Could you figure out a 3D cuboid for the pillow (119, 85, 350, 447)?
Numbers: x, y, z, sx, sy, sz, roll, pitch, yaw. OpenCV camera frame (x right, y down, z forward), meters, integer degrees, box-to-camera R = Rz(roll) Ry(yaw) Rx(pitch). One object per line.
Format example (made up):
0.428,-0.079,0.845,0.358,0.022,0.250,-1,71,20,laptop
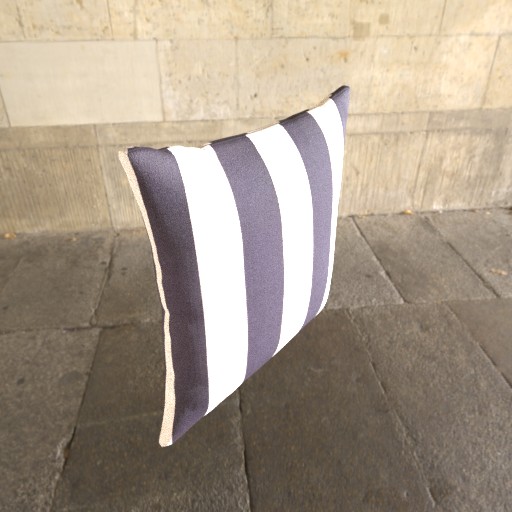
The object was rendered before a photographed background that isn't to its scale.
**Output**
0.000,0.000,0.814,0.189,0.526,0.536,23,38,32,pillow
